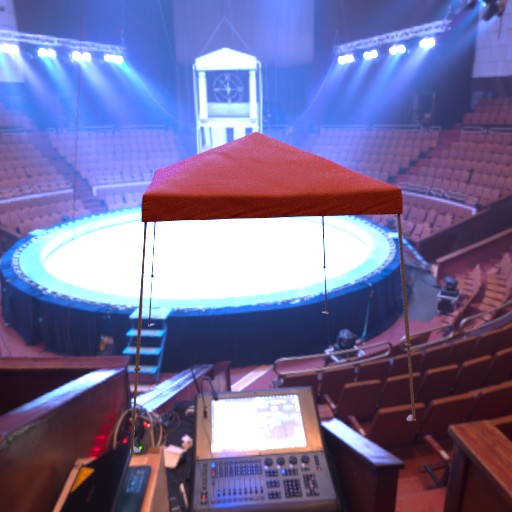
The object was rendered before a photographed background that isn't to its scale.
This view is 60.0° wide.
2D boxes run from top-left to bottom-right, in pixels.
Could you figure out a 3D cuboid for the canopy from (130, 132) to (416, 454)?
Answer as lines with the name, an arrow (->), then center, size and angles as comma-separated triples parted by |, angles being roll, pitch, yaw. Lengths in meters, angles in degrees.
canopy -> 0.000, 0.000, 6.663 | 3.599, 3.600, 3.600 | -3, 16, -9
